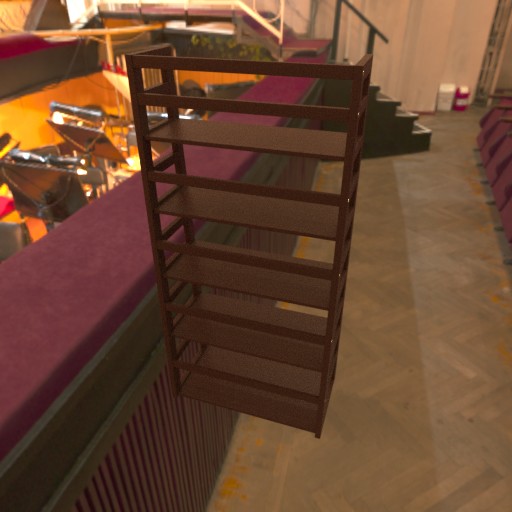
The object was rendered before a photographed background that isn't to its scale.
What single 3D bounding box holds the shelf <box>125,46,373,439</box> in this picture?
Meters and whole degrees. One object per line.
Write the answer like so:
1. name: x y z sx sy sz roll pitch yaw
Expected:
1. shelf: 0.000 0.000 1.901 0.763 1.600 0.403 10 33 16
